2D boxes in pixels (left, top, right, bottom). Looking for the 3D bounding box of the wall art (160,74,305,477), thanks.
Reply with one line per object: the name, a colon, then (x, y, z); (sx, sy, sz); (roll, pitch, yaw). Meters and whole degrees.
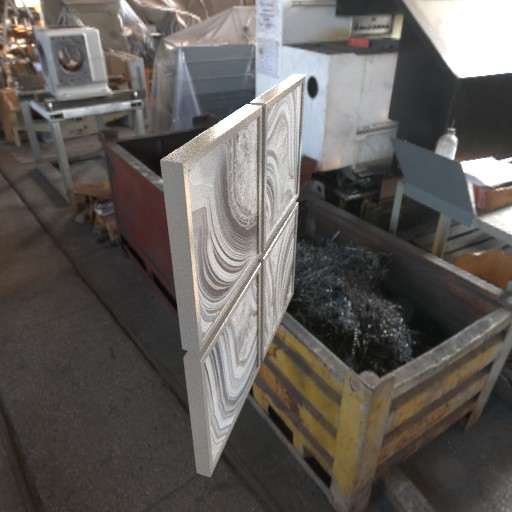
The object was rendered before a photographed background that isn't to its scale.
wall art: (0.000, 0.000, 0.919); (0.029, 0.611, 0.611); (10, 33, 16)
